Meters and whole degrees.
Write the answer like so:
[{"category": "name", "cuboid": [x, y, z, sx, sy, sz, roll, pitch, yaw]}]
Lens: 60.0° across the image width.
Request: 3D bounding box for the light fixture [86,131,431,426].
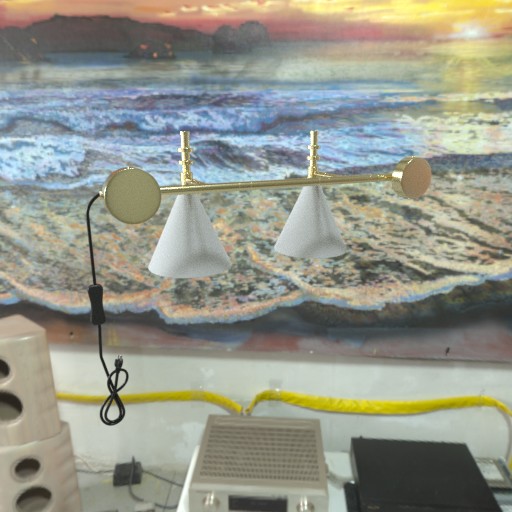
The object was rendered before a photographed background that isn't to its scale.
[{"category": "light fixture", "cuboid": [0.000, 0.000, 0.864, 0.642, 0.468, 0.239, -8, 18, -25]}]
